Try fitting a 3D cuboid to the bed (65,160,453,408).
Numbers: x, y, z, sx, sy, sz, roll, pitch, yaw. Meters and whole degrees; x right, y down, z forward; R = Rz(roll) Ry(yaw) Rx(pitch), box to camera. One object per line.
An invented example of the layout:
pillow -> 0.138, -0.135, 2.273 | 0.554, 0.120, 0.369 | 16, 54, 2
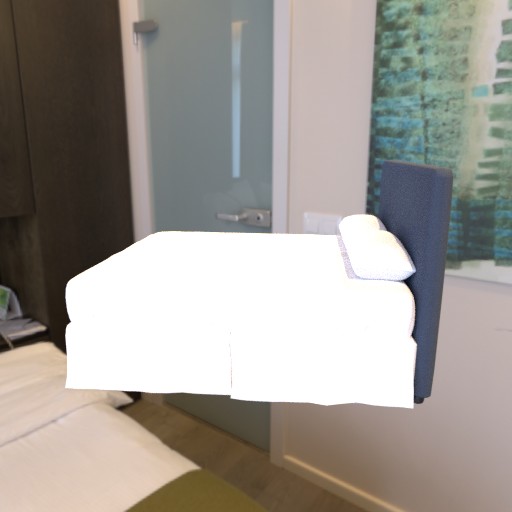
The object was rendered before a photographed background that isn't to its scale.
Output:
bed -> 0.000, 0.000, 3.189 | 2.162, 1.330, 1.713 | 2, 14, 7
